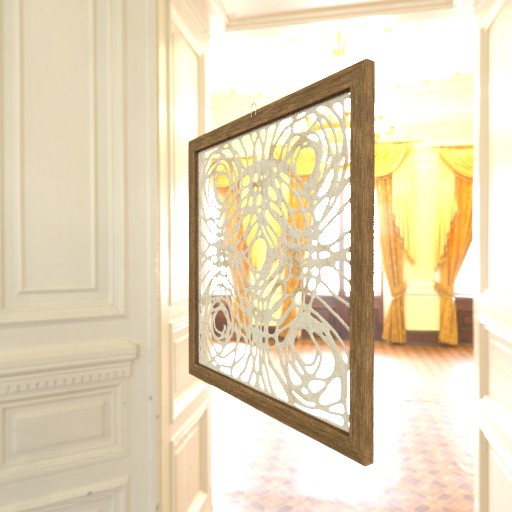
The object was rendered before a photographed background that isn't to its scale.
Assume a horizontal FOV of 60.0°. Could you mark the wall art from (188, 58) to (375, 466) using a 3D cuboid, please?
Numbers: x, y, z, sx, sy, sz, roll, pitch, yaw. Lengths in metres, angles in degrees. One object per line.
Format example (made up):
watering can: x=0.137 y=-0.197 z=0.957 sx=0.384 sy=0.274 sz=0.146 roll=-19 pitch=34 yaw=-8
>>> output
wall art: x=0.000 y=0.000 z=0.843 sx=0.021 sy=0.576 sz=0.561 roll=0 pitch=1 yaw=-34
